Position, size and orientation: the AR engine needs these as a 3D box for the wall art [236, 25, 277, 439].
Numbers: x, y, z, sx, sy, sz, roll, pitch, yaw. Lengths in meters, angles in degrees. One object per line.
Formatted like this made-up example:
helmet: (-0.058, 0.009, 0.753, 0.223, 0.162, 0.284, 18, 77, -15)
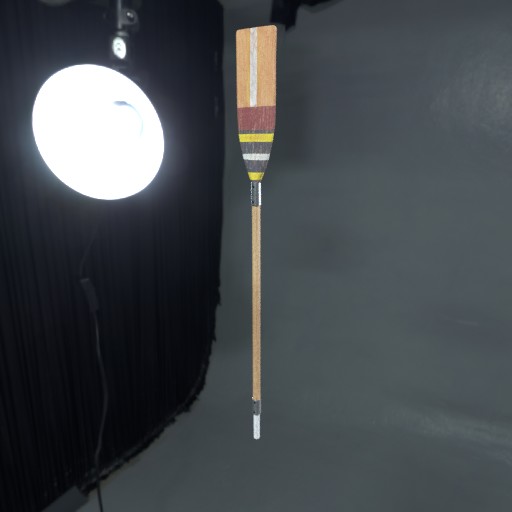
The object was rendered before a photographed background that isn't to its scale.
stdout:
wall art: (0.000, 0.000, 1.655, 0.146, 1.556, 0.038, 7, 16, 26)
